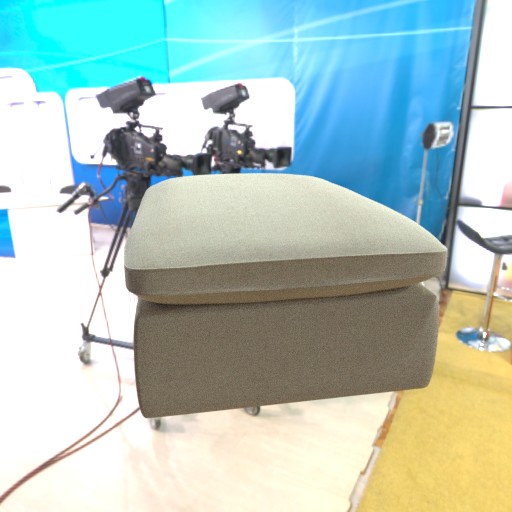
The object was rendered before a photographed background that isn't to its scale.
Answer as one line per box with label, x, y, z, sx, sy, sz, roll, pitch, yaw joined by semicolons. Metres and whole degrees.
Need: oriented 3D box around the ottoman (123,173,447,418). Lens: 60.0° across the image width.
ottoman;0.000;0.000;1.347;0.686;0.453;0.984;-3;17;-10
